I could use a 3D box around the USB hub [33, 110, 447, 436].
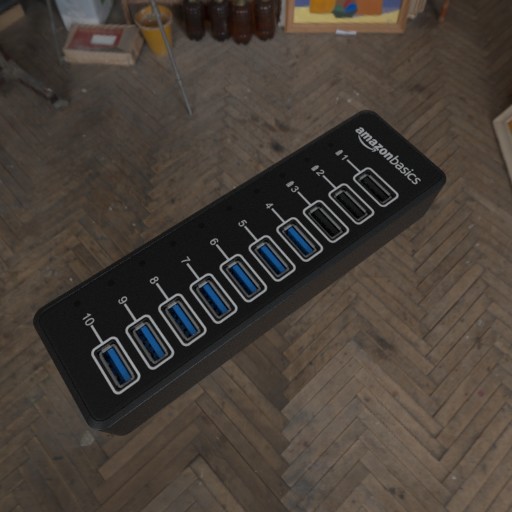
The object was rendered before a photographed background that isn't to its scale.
[{"bbox_3d":[0.000,0.000,0.159,0.145,0.023,0.044,-34,69,-15],"label":"USB hub"}]
